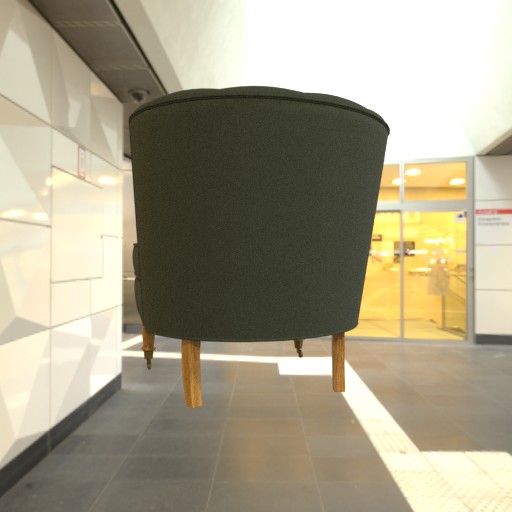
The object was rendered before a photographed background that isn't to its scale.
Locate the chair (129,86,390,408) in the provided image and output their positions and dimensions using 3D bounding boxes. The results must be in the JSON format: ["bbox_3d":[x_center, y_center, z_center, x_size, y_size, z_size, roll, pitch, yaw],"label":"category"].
[{"bbox_3d":[0.000,0.000,1.322,0.740,0.771,0.718,0,-1,-19],"label":"chair"}]
